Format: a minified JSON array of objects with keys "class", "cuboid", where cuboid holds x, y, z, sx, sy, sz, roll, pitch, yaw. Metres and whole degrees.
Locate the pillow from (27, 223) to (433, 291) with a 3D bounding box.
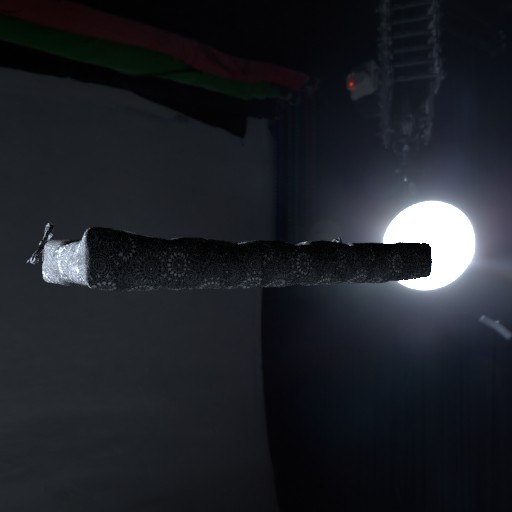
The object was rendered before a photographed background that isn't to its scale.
[{"class":"pillow","cuboid":[0.000,0.000,1.346,1.194,0.174,0.511,1,-1,-36]}]
